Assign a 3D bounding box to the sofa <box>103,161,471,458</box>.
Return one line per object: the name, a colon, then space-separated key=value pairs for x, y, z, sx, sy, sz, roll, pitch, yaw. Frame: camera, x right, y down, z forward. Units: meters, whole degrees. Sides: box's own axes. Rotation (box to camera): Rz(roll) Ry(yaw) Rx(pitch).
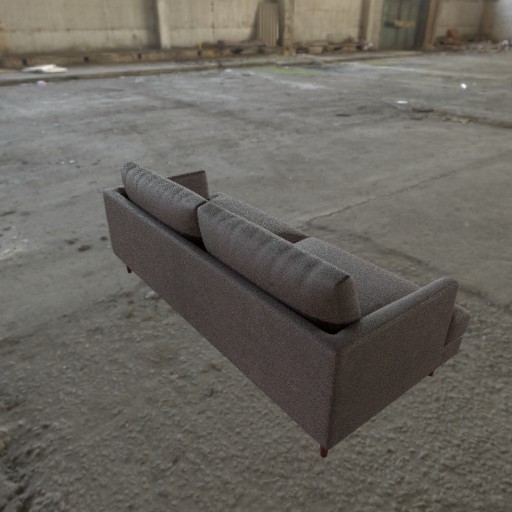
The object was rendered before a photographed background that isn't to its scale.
sofa: x=0.000 y=0.000 z=2.721 sx=1.020 sy=0.868 sz=2.250 roll=-20 pitch=34 yaw=-33
